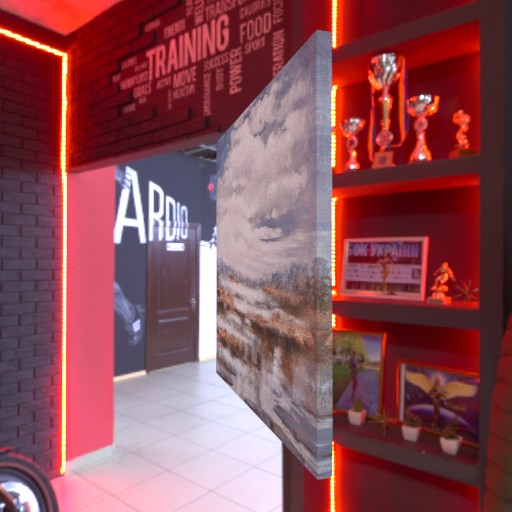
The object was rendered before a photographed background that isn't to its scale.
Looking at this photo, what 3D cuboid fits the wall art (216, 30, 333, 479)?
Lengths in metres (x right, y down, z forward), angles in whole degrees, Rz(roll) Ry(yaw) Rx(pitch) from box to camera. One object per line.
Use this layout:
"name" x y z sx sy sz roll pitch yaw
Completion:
"wall art" 0.000 0.000 1.487 0.040 1.020 1.010 0 -1 -18
